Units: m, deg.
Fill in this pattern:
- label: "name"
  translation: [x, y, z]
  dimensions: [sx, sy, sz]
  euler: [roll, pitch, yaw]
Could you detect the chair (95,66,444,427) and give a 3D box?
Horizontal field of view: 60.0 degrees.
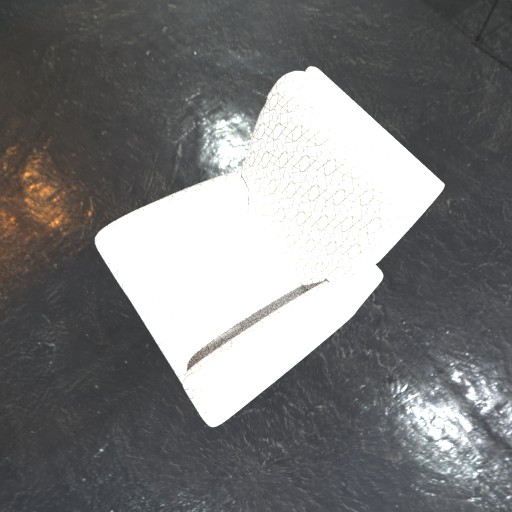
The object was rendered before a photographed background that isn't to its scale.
- label: "chair"
  translation: [0.000, 0.000, 1.737]
  dimensions: [0.995, 1.064, 0.796]
  euler: [-32, 68, -15]
